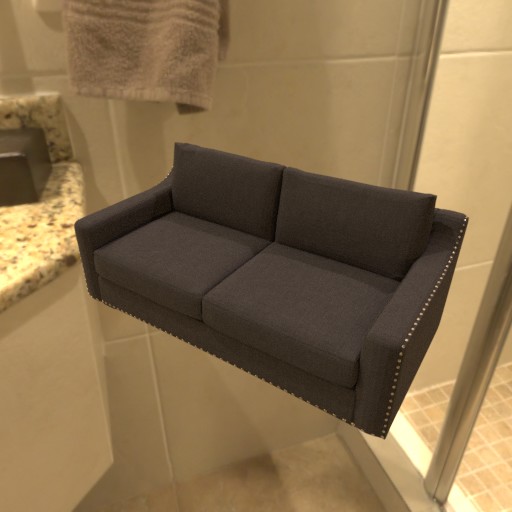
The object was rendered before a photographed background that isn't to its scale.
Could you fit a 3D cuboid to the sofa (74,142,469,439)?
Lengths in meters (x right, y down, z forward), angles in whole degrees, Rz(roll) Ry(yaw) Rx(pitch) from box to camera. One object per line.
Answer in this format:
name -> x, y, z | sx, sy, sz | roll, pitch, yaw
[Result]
sofa -> 0.000, 0.000, 3.289 | 2.550, 1.196, 1.336 | 18, 35, 29
